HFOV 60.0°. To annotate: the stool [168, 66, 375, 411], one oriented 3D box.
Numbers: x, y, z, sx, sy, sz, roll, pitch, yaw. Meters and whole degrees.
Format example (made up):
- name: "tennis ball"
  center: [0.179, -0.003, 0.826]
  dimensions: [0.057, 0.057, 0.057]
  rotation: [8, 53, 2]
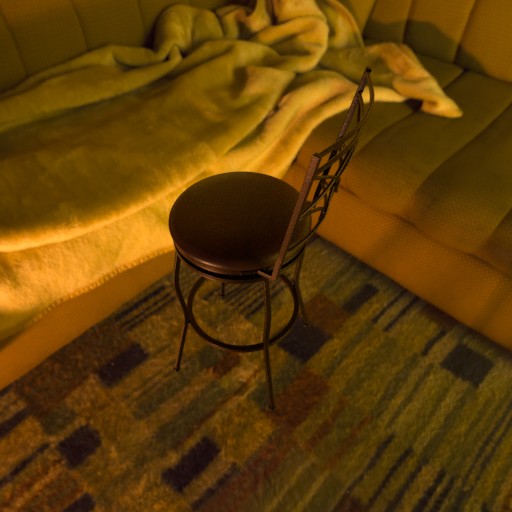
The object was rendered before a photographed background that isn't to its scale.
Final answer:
- name: "stool"
  center: [0.000, 0.000, 1.421]
  dimensions: [0.534, 1.117, 0.434]
  rotation: [17, 48, 16]
